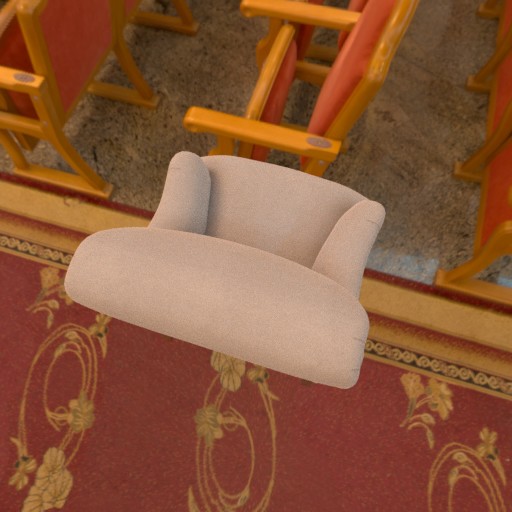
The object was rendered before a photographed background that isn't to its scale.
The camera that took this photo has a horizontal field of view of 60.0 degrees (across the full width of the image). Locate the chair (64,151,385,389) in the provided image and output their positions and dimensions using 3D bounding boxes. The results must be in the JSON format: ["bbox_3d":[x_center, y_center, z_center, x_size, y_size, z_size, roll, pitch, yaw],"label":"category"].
[{"bbox_3d":[0.000,0.000,1.549,0.766,0.942,0.842,16,67,7],"label":"chair"}]
